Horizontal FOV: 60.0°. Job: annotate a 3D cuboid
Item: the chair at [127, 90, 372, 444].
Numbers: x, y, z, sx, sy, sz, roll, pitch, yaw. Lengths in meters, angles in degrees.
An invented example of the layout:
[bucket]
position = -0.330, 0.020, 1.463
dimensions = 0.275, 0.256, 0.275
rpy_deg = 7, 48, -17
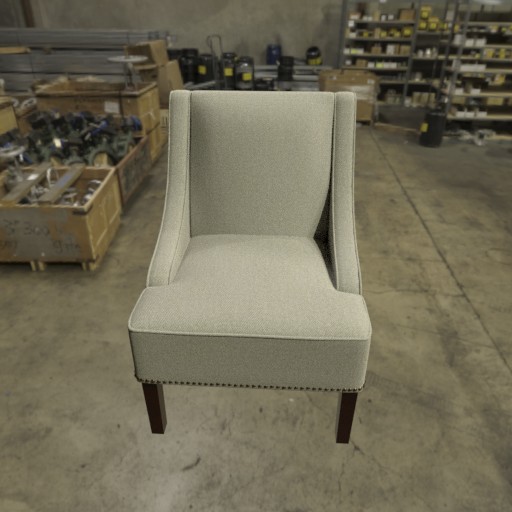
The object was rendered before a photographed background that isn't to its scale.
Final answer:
[chair]
position = 0.000, 0.000, 1.395
dimensions = 0.628, 0.872, 0.748
rpy_deg = 2, 30, 3
